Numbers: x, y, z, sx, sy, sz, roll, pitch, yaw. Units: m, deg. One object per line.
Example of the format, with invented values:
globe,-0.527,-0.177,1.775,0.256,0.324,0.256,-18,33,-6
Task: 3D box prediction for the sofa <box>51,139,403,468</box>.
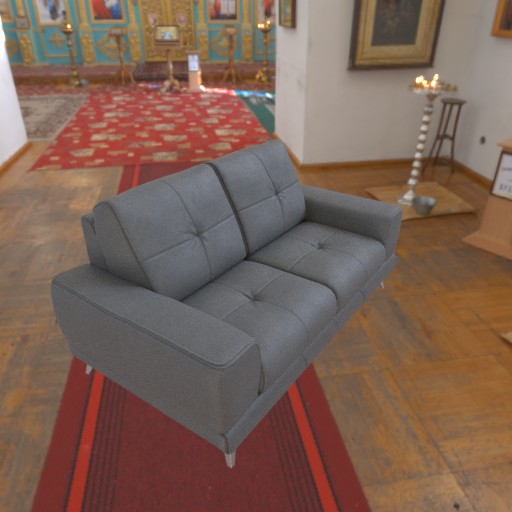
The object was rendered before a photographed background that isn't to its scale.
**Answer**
sofa,0.000,0.000,2.359,1.018,0.907,1.806,18,33,31
